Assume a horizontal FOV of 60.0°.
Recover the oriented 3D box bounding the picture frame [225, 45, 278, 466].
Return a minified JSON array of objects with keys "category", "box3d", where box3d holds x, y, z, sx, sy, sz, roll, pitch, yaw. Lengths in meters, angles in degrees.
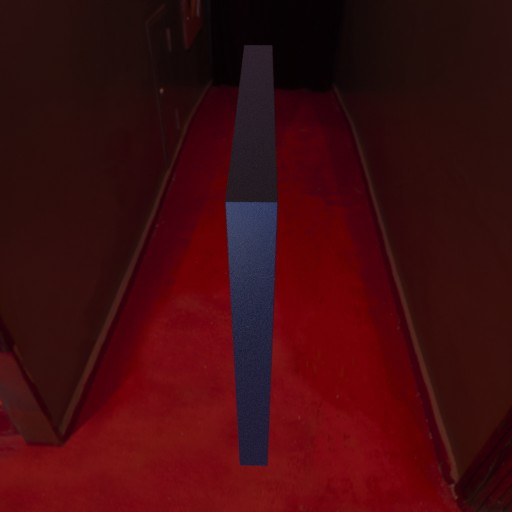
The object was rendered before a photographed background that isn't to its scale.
[{"category":"picture frame","box3d":[0.000,0.000,0.528,0.034,0.378,0.328,1,41,1]}]
